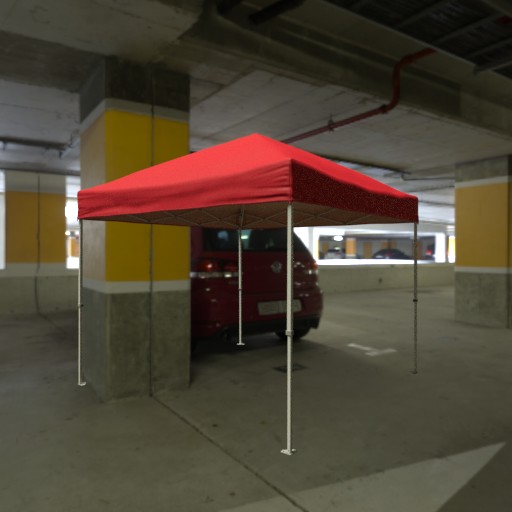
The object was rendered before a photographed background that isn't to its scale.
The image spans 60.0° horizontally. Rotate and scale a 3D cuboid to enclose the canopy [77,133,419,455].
[{"bbox_3d":[0.000,0.000,5.423,2.998,2.997,2.996,0,0,38],"label":"canopy"}]
